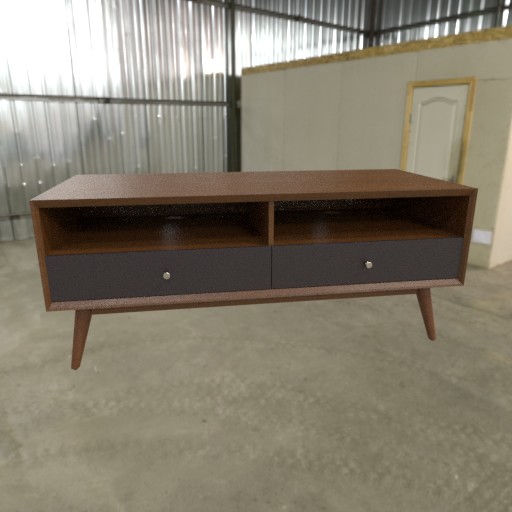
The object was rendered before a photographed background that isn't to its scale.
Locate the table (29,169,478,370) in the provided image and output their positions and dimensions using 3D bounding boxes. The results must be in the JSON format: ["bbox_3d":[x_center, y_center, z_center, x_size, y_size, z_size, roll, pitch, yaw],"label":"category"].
[{"bbox_3d":[0.000,0.000,1.382,1.119,0.464,0.490,-3,17,-9],"label":"table"}]
